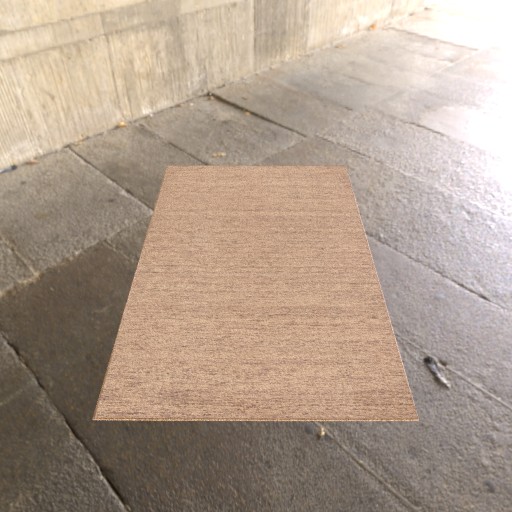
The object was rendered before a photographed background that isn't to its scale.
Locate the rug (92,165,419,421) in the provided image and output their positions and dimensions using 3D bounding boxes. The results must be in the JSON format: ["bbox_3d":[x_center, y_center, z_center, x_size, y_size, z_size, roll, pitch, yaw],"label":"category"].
[{"bbox_3d":[0.000,0.000,2.345,1.225,0.013,1.840,0,42,0],"label":"rug"}]
